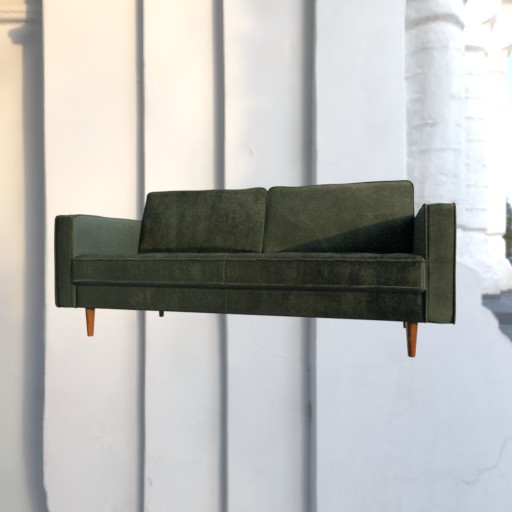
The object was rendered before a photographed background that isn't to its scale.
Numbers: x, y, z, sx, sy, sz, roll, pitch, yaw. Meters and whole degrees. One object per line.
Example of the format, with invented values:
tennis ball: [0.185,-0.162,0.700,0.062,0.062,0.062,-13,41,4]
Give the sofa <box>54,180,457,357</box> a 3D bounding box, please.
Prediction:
sofa: [0.000,0.000,2.272,1.816,0.781,0.886,0,0,17]
